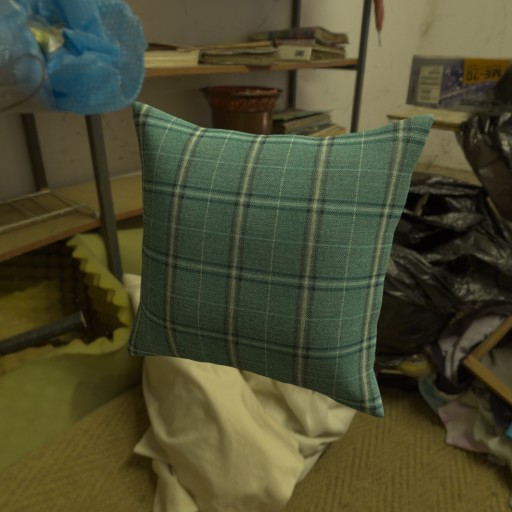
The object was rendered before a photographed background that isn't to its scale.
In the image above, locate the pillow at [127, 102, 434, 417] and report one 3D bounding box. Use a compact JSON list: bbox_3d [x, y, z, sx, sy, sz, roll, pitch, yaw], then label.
[{"bbox_3d":[0.000,0.000,0.689,0.453,0.430,0.200,8,27,16],"label":"pillow"}]
